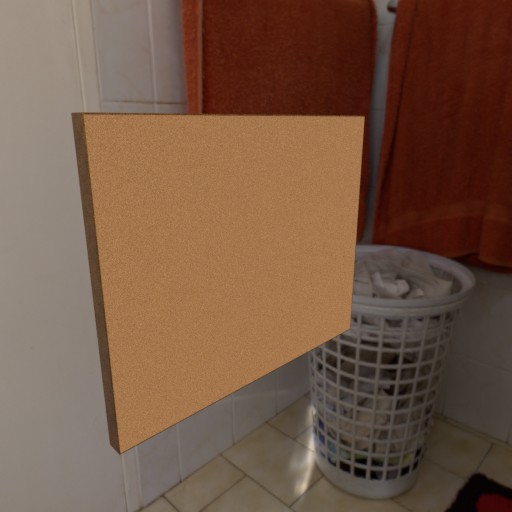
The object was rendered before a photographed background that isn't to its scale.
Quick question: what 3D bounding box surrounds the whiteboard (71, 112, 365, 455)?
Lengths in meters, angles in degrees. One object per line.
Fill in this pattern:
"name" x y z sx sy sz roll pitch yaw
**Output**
"whiteboard" 0.000 0.000 0.751 0.561 0.457 0.029 -16 23 -42
